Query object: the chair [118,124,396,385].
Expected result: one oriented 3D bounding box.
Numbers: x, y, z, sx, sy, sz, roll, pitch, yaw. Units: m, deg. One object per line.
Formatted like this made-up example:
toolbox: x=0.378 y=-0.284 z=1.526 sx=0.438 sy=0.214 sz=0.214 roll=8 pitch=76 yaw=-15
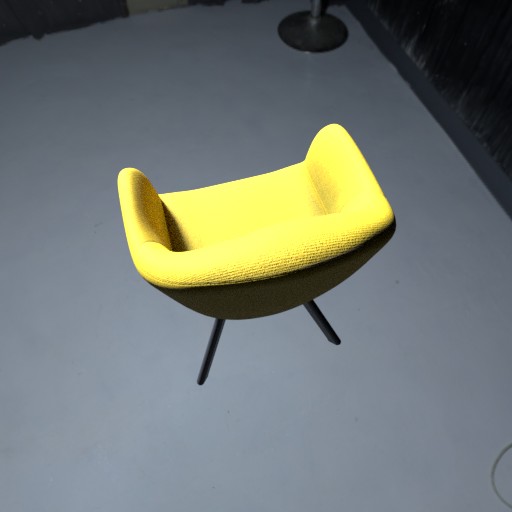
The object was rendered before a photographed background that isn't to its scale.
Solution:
chair: x=0.000 y=0.000 z=1.193 sx=0.590 sy=0.795 sz=0.550 roll=-14 pitch=60 yaw=-8
